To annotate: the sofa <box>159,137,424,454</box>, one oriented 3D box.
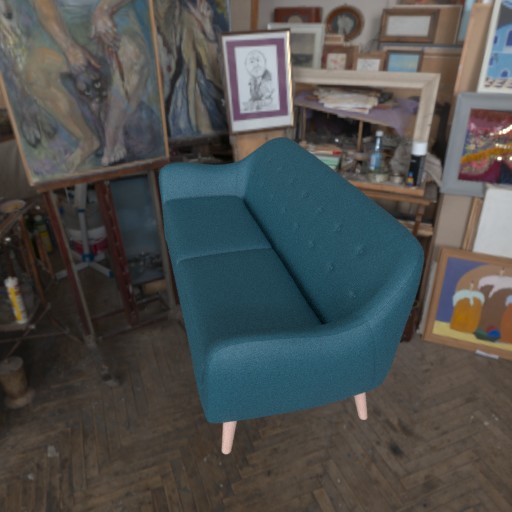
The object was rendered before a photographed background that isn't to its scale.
[{"bbox_3d":[0.000,0.000,2.247,0.820,0.836,1.840,-8,30,-13],"label":"sofa"}]
